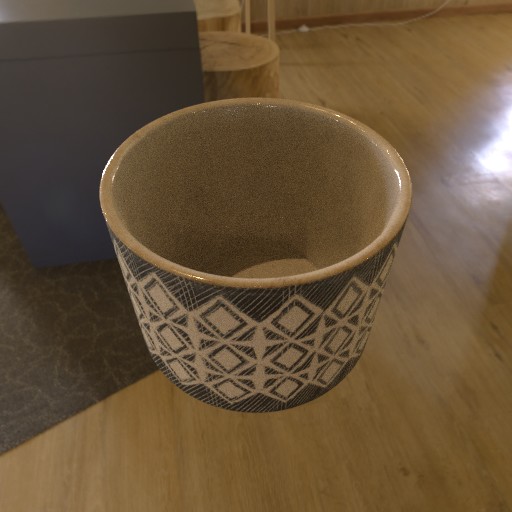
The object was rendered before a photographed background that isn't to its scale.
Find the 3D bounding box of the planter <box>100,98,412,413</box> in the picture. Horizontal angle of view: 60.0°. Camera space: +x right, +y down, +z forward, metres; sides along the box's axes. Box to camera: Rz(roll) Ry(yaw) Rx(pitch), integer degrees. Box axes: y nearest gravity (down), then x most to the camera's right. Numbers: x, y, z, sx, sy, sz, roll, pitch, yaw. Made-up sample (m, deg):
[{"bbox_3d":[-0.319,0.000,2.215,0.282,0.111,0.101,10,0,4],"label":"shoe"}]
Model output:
[{"bbox_3d":[0.000,0.000,0.222,0.126,0.104,0.126,0,46,0],"label":"planter"}]
